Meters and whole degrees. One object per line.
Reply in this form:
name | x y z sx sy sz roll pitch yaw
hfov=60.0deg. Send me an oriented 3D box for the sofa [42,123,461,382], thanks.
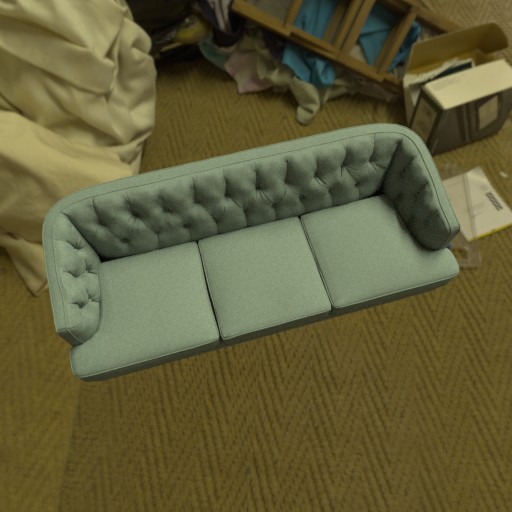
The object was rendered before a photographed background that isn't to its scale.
sofa | 0.000 0.000 2.690 2.278 0.855 0.941 -14 66 -7
